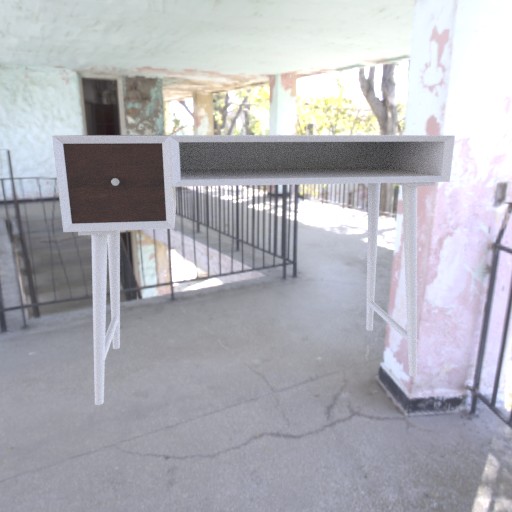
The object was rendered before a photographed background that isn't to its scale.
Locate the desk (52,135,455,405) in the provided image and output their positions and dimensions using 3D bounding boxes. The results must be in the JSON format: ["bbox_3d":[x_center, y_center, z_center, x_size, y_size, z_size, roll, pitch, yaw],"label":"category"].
[{"bbox_3d":[0.000,0.000,1.447,1.069,0.761,0.409,-2,16,-9],"label":"desk"}]
